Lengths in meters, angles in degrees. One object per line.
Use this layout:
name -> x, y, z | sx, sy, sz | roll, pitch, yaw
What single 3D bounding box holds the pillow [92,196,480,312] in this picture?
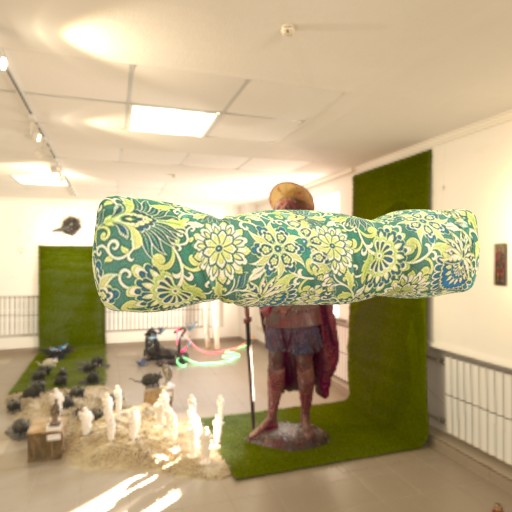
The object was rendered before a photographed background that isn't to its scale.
pillow -> 0.000, 0.000, 0.719 | 0.490, 0.128, 0.468 | 0, 0, -19
